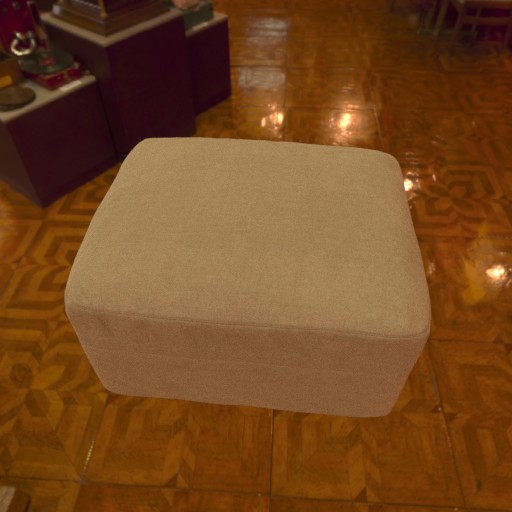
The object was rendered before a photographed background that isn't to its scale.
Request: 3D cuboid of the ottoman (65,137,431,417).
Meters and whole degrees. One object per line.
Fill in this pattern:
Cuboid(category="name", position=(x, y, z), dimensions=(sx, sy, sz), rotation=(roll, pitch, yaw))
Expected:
Cuboid(category="ottoman", position=(0.000, 0.000, 1.246), dimensions=(0.837, 0.481, 0.683), rotation=(4, 47, 4))
